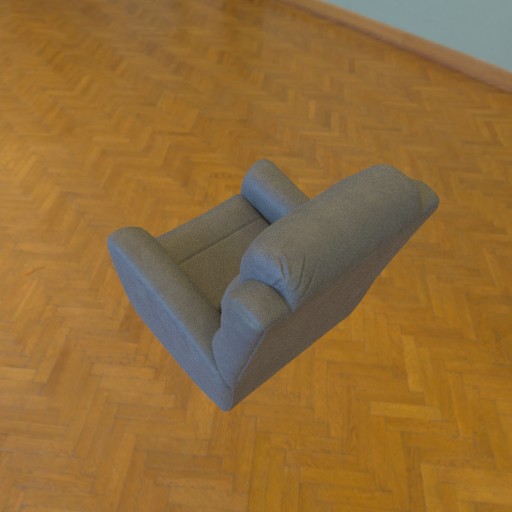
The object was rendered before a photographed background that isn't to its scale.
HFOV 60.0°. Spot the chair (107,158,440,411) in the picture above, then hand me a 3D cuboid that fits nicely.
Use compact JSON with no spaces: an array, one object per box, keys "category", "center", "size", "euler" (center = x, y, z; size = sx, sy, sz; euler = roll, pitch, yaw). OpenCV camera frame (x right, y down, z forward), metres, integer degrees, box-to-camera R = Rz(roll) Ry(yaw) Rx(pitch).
[{"category":"chair","center":[0.000,0.000,1.963],"size":[0.967,1.116,1.068],"euler":[-32,55,-26]}]
